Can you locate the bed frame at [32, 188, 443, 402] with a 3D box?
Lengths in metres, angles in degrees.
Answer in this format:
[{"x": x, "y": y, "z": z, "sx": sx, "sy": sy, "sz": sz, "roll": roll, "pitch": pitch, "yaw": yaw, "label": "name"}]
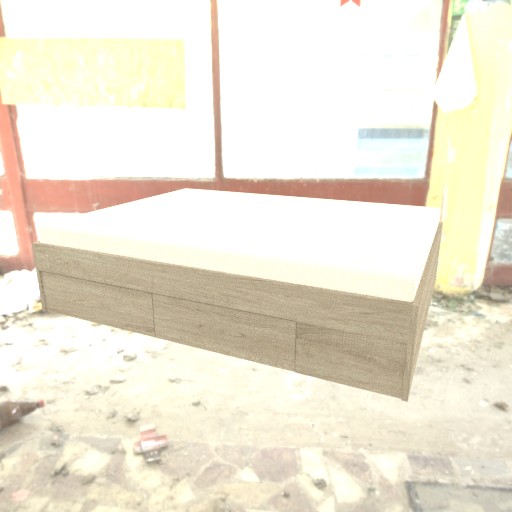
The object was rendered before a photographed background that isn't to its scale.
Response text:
[{"x": 0.000, "y": 0.000, "z": 2.624, "sx": 1.944, "sy": 0.490, "sz": 1.448, "roll": 8, "pitch": 19, "yaw": 24, "label": "bed frame"}]
